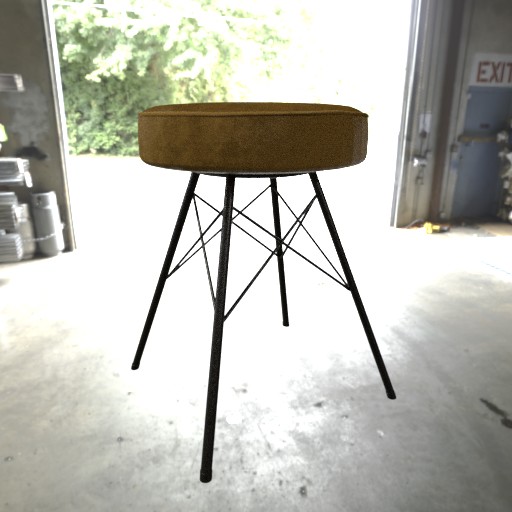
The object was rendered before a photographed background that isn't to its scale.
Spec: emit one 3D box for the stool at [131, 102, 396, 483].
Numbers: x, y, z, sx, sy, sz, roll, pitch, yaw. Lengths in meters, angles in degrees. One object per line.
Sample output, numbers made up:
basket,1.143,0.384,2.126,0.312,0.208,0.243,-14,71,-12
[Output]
stool,0.000,0.000,0.917,0.472,0.595,0.438,-9,20,-27
